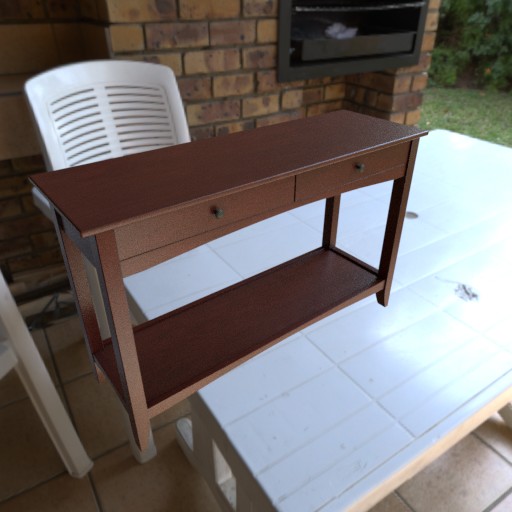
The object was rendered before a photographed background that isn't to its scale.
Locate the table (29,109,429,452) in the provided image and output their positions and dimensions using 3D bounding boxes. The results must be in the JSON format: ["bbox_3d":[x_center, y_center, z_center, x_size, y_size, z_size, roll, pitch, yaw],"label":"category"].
[{"bbox_3d":[0.000,0.000,1.515,1.188,0.739,0.392,-22,38,-32],"label":"table"}]
